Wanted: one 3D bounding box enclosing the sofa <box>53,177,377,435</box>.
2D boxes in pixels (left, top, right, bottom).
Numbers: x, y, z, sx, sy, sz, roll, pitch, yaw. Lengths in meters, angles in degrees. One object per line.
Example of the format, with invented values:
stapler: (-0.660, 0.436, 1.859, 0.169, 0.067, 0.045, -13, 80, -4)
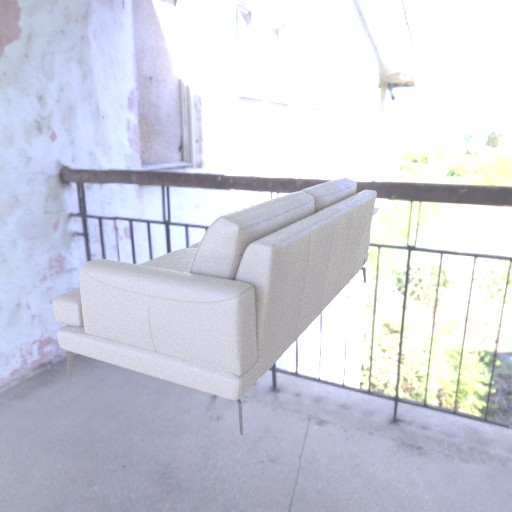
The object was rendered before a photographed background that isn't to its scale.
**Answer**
sofa: (0.000, 0.000, 2.476, 0.974, 0.765, 1.940, 8, 17, 26)
